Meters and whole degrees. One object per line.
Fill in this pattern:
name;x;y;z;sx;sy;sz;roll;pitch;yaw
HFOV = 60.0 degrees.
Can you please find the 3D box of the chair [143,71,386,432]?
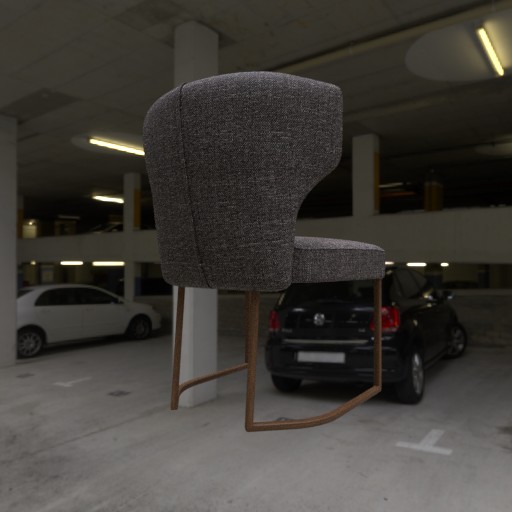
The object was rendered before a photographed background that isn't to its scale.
chair;0.000;0.000;1.273;0.611;0.824;0.617;0;-1;37
